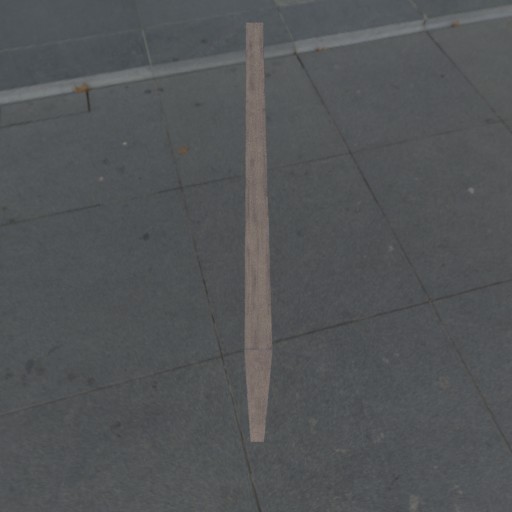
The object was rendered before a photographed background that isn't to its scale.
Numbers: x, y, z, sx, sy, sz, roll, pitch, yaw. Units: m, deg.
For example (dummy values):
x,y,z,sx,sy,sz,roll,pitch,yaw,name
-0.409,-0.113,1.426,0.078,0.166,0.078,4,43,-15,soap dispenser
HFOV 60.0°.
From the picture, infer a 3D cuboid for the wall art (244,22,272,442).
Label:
x,y,z,sx,sy,sz,roll,pitch,yaw,name
0.000,0.000,1.122,0.038,0.762,0.762,0,59,0,wall art
